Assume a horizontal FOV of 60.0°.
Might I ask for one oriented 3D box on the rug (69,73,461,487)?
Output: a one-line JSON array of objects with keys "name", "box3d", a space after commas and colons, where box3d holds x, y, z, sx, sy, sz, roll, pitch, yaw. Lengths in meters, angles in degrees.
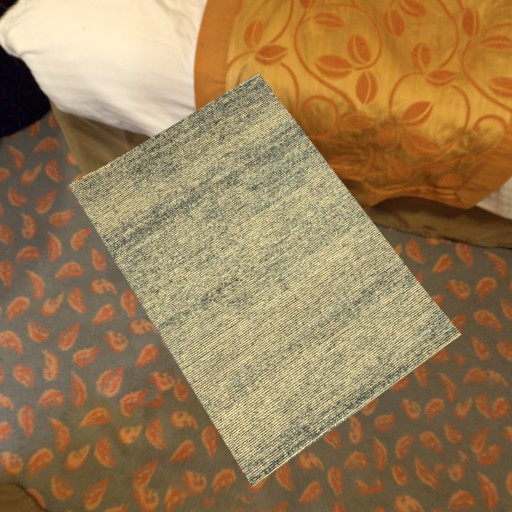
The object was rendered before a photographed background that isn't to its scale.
[{"name": "rug", "box3d": [0.000, 0.000, 2.987, 1.624, 0.030, 2.349, -33, 78, -8]}]
